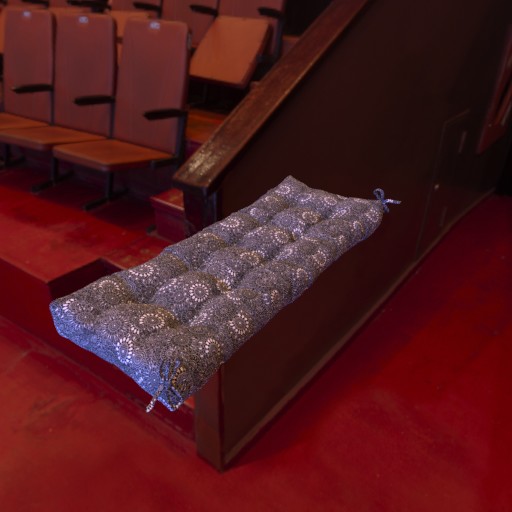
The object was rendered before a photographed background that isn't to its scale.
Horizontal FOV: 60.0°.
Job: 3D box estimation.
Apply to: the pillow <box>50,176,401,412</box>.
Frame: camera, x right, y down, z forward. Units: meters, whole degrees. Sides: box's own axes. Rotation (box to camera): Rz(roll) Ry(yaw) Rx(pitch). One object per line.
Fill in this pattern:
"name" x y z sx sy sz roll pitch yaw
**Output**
"pillow" 0.000 0.000 1.386 0.511 0.174 1.194 21 37 31
